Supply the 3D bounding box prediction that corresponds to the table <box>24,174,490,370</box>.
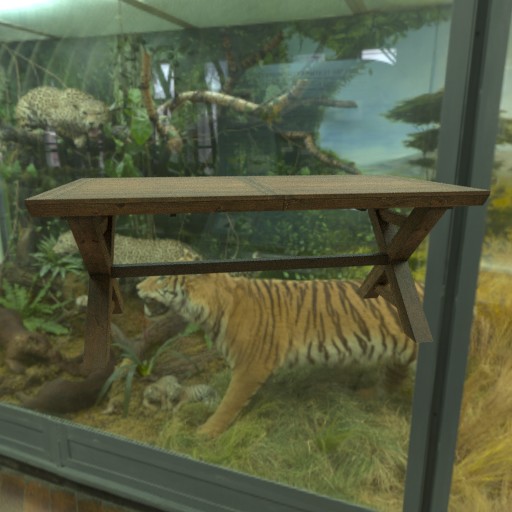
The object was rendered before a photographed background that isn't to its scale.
[{"bbox_3d":[0.000,0.000,2.448,1.966,0.793,1.071,-2,15,-10],"label":"table"}]
